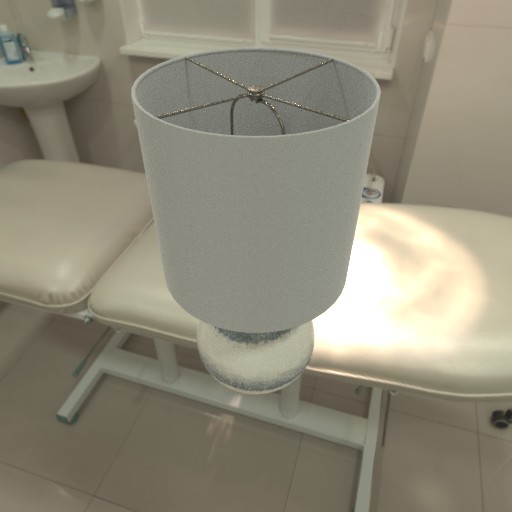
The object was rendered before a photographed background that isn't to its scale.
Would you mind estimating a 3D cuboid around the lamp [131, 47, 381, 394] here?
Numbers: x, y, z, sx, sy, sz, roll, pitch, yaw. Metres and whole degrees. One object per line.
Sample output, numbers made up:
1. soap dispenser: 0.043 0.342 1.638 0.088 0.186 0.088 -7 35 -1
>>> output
1. lamp: 0.000 0.000 0.524 0.216 0.404 0.216 11 42 13
